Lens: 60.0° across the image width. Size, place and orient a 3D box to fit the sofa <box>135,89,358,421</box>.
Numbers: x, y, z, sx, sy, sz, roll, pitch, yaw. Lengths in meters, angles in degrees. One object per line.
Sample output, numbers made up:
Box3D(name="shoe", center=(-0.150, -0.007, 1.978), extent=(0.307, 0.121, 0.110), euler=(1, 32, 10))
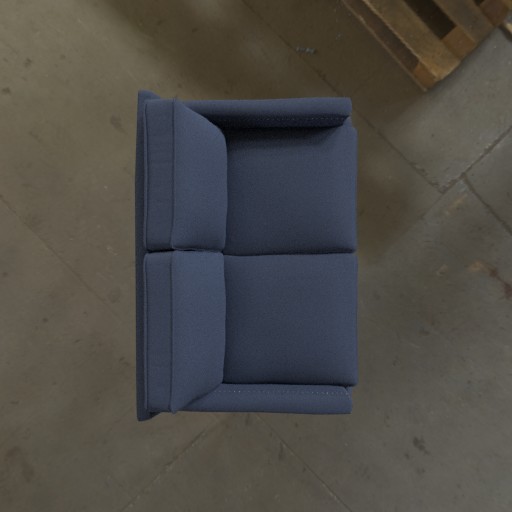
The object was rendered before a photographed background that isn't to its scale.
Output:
Box3D(name="sofa", center=(0.000, 0.000, 2.339), extent=(1.084, 1.003, 1.597), euler=(0, 89, 1))
